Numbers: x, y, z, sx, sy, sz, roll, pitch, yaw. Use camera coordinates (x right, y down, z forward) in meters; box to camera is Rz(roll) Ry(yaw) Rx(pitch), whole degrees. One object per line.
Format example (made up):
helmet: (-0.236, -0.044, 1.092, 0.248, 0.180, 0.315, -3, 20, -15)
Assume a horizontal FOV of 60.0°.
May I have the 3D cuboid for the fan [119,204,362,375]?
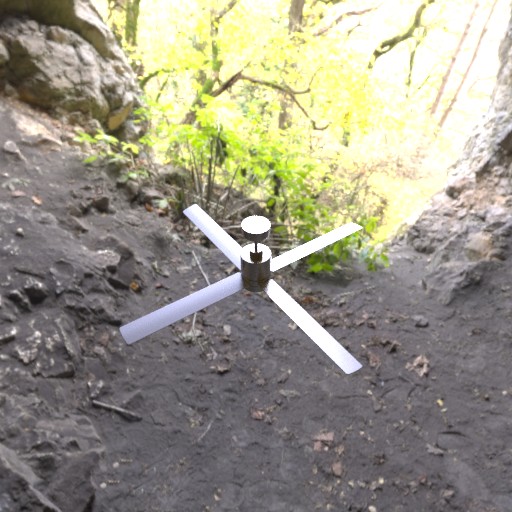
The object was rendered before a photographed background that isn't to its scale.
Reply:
fan: (0.000, 0.000, 2.014, 1.322, 0.355, 1.322, -25, 47, -26)
